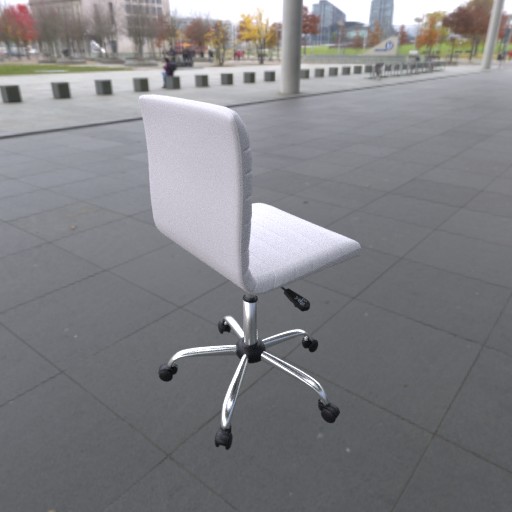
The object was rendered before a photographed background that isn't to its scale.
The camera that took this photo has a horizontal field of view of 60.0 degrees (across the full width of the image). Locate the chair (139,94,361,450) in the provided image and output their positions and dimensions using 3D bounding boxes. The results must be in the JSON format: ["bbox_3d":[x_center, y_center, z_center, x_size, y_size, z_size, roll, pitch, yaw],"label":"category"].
[{"bbox_3d":[0.000,0.000,1.088,0.455,0.750,0.520,-17,30,-32],"label":"chair"}]
